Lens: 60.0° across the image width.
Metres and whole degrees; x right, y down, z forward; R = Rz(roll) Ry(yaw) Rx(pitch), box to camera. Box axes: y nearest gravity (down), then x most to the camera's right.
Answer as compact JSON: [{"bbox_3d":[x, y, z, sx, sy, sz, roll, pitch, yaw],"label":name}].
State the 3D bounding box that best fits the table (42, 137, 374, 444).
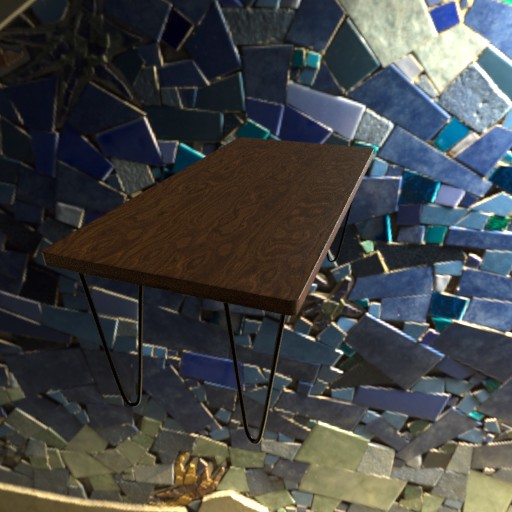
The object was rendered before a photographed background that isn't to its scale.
[{"bbox_3d":[0.000,0.000,2.249,0.883,0.753,1.791,9,29,17],"label":"table"}]
